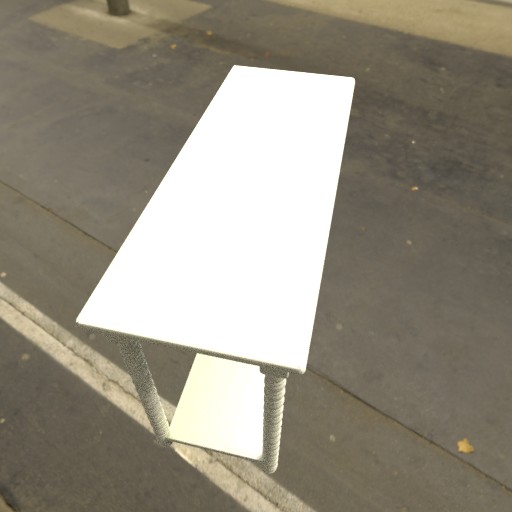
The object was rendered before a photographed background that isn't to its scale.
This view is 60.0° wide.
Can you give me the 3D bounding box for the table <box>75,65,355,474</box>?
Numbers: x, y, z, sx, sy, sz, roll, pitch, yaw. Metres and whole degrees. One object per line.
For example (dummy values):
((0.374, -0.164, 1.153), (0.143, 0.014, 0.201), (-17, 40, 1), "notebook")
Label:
((0.000, 0.000, 1.488), (0.459, 0.740, 1.184), (10, 48, 9), "table")
